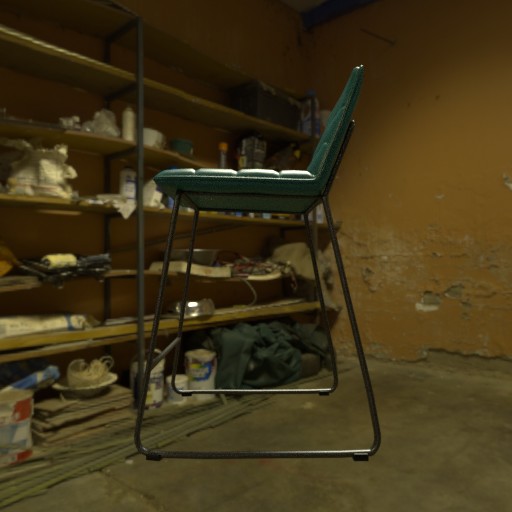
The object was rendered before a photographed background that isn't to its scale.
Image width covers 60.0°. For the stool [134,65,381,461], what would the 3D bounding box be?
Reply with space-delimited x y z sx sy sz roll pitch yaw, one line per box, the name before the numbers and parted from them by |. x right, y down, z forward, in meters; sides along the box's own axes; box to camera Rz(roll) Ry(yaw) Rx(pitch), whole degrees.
stool | 0.000 0.000 1.172 0.524 0.866 0.489 0 -1 -1
